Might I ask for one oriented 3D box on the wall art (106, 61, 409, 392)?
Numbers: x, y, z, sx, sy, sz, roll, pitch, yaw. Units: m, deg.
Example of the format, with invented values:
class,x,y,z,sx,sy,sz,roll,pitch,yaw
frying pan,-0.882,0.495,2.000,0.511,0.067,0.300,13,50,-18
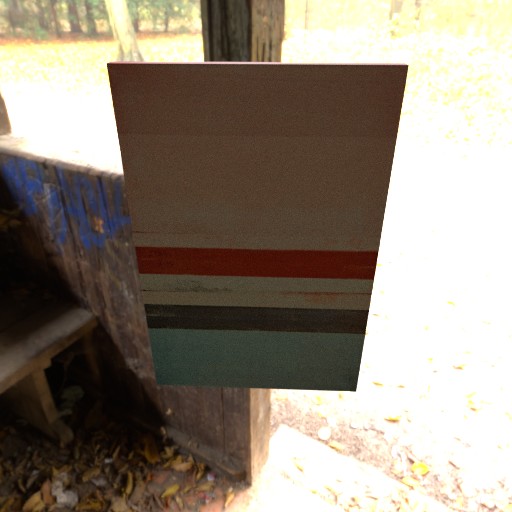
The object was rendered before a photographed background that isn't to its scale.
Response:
class,x,y,z,sx,sy,sz,roll,pitch,yaw
wall art,0.000,0.000,1.137,0.610,0.914,0.038,1,30,2
